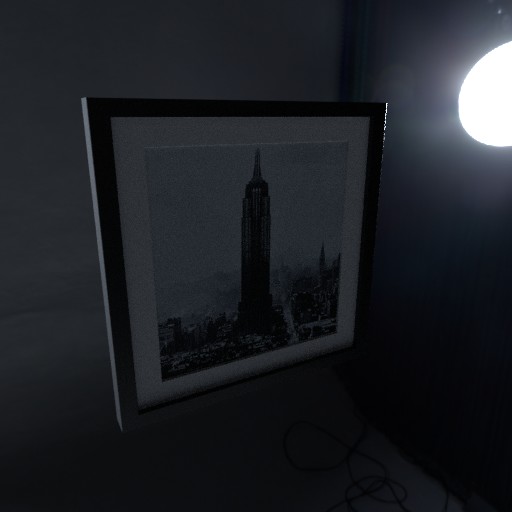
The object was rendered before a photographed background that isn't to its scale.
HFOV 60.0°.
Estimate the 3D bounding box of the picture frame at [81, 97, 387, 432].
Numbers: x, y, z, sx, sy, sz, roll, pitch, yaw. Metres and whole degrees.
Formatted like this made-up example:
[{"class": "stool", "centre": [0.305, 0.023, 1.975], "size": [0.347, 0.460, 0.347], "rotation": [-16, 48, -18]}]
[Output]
[{"class": "picture frame", "centre": [0.000, 0.000, 0.534], "size": [0.355, 0.353, 0.029], "rotation": [-9, 20, -27]}]
